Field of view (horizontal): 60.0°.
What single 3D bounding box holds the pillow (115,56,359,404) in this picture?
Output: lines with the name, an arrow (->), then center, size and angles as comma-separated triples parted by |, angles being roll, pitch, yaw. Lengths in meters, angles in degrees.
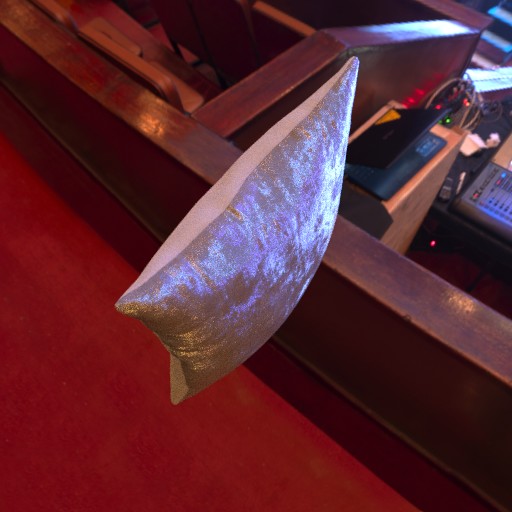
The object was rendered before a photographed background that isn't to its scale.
pillow -> 0.000, 0.000, 0.710 | 0.175, 0.464, 0.470 | 32, 64, 18
